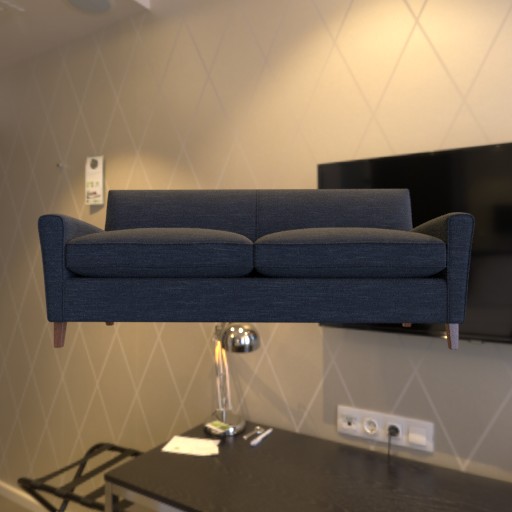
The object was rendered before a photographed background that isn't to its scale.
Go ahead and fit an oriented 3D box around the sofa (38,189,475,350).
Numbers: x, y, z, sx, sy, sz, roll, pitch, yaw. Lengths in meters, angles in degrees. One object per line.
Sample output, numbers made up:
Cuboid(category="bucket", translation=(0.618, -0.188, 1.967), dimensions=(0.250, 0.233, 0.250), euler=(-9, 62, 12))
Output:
Cuboid(category="sofa", translation=(0.000, 0.000, 2.417), dimensions=(1.976, 0.846, 0.875), euler=(0, 0, 1))
